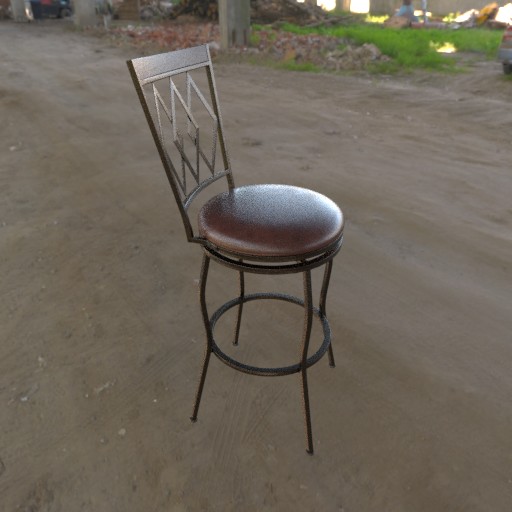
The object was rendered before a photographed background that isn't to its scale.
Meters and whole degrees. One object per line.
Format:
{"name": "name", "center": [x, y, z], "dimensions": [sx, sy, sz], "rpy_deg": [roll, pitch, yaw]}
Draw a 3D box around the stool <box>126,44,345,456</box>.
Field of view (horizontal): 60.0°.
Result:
{"name": "stool", "center": [0.000, 0.000, 1.357], "dimensions": [0.521, 1.134, 0.432], "rpy_deg": [9, 32, 16]}
